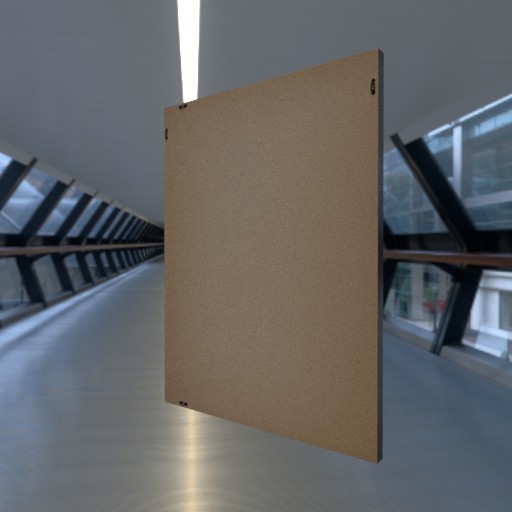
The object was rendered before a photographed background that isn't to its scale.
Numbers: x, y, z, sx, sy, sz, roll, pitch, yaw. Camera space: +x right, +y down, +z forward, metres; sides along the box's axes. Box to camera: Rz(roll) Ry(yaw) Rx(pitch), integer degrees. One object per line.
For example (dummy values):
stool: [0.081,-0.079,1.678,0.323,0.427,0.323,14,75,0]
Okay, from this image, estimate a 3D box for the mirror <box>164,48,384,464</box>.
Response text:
mirror: [0.000,0.000,1.320,0.762,1.016,0.041,0,1,36]
